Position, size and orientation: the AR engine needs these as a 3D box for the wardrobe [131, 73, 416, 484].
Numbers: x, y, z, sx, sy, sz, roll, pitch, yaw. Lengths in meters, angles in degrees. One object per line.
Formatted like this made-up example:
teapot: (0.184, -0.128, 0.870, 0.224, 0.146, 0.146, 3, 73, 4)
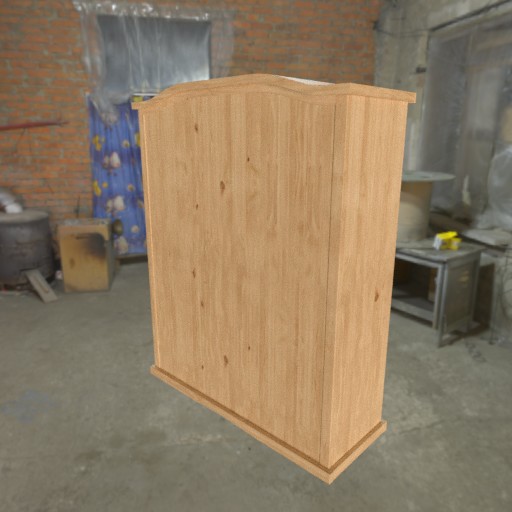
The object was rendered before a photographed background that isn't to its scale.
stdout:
wardrobe: (0.000, 0.000, 2.564, 1.500, 1.870, 0.570, 14, 21, 42)
